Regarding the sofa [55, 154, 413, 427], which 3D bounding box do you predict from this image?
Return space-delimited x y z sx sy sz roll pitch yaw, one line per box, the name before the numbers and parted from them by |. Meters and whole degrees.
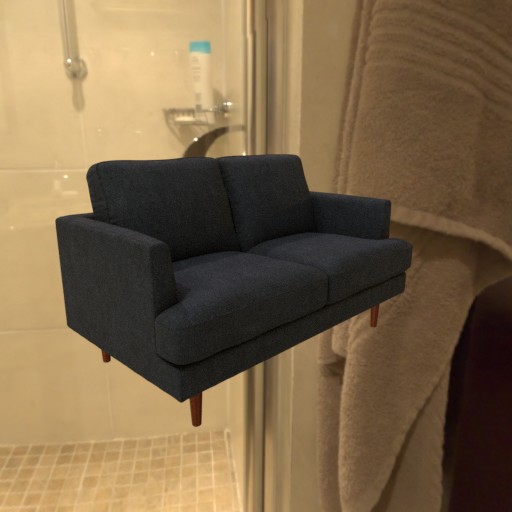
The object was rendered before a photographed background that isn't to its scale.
sofa | 0.000 0.000 2.171 0.903 0.944 1.582 14 20 43
